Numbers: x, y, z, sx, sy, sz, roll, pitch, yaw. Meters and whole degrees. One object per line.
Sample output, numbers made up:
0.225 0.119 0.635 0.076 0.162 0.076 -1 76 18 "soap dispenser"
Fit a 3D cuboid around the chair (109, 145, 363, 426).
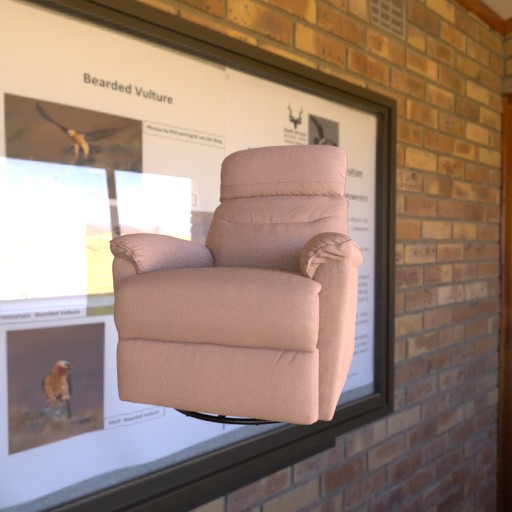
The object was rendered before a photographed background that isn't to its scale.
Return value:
0.000 0.000 1.742 0.820 1.037 1.004 0 1 18 "chair"
